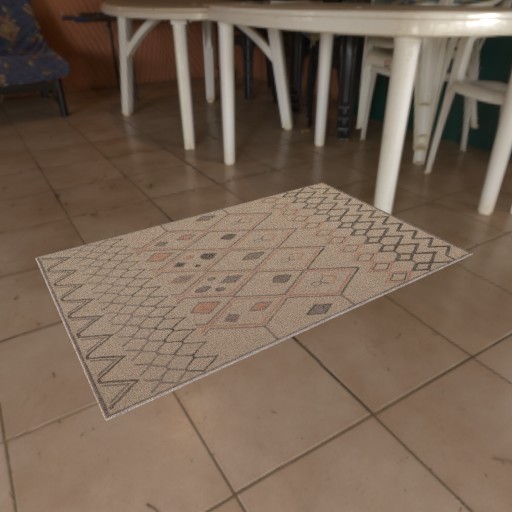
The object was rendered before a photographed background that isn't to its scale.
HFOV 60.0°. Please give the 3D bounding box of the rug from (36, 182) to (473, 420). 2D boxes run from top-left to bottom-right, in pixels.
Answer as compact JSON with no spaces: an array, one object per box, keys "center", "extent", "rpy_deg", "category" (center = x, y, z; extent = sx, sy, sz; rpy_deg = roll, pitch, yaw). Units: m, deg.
[{"center":[0.000,0.000,2.911],"extent":[2.438,0.015,1.524],"rpy_deg":[-18,35,-28],"category":"rug"}]
